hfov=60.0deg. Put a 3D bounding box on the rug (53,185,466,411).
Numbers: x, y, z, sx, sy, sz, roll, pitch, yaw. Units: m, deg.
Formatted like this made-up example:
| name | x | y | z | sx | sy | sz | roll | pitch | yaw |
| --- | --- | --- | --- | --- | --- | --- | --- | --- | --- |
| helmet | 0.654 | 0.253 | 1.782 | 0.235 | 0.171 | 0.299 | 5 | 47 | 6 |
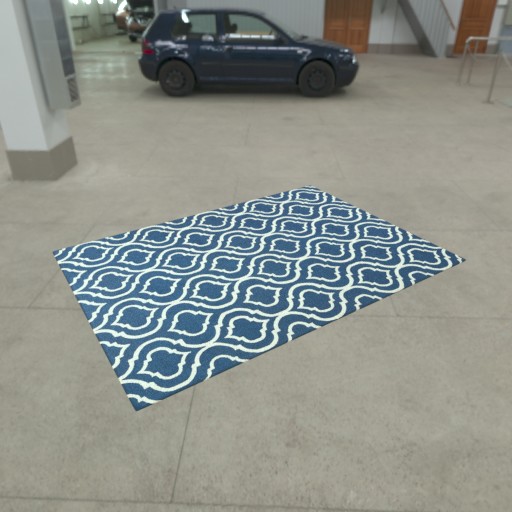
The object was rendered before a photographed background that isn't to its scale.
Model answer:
| name | x | y | z | sx | sy | sz | roll | pitch | yaw |
| --- | --- | --- | --- | --- | --- | --- | --- | --- | --- |
| rug | 0.000 | 0.000 | 2.803 | 2.134 | 0.010 | 1.524 | -18 | 35 | -28 |
